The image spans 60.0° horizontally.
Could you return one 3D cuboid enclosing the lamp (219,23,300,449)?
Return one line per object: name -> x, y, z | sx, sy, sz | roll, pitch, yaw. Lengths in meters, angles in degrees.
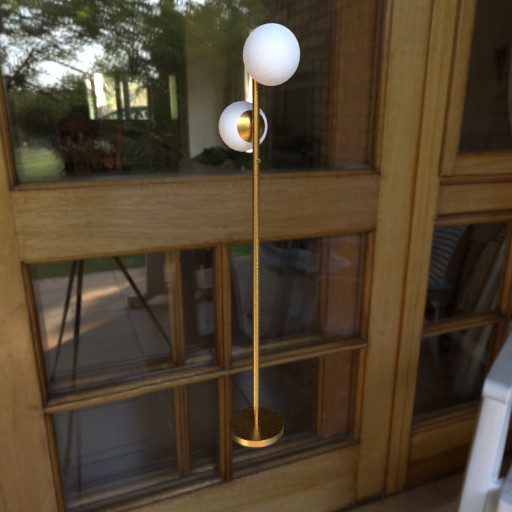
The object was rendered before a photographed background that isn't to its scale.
lamp -> 0.000, 0.000, 1.778 | 0.249, 1.641, 0.419 | -8, 18, -26
